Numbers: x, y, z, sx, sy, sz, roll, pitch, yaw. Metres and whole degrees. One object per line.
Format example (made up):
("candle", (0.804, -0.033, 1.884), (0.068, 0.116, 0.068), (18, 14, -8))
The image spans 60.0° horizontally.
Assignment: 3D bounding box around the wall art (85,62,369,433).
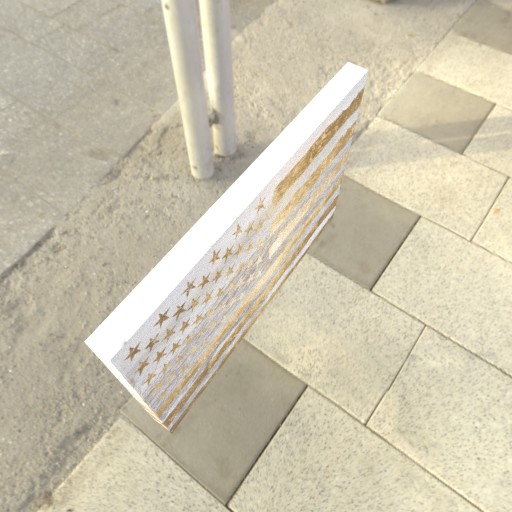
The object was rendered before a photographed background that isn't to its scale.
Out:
("wall art", (0.000, 0.000, 0.785), (0.041, 0.407, 0.606), (30, 63, 17))
